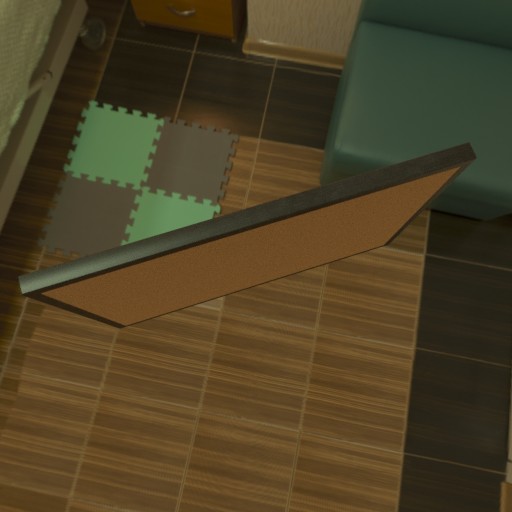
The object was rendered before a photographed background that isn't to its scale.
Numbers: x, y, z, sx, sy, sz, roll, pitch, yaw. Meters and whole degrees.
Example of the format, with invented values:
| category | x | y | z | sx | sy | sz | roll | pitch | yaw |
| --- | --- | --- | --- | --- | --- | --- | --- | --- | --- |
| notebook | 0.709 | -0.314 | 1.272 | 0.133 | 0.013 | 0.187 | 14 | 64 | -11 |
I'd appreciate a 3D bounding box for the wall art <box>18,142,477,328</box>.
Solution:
| category | x | y | z | sx | sy | sz | roll | pitch | yaw |
| --- | --- | --- | --- | --- | --- | --- | --- | --- | --- |
| wall art | 0.000 | 0.000 | 1.142 | 0.912 | 0.612 | 0.038 | -17 | 76 | -5 |
